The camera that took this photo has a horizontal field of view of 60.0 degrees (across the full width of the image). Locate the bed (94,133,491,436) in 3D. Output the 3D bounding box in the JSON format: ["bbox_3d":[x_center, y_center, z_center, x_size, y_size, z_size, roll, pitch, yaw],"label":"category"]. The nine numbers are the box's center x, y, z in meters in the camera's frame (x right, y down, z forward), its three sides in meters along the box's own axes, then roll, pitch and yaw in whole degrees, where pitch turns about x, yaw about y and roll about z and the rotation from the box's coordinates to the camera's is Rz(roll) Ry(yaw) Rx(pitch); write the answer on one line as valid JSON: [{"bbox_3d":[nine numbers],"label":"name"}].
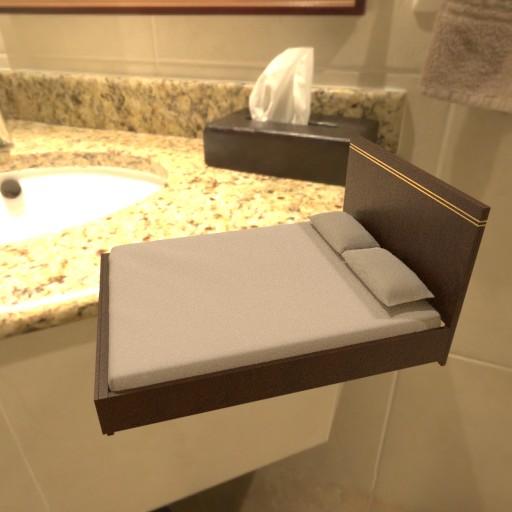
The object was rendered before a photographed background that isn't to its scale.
[{"bbox_3d":[0.000,0.000,3.132,2.221,1.169,1.613,-8,31,-13],"label":"bed"}]
